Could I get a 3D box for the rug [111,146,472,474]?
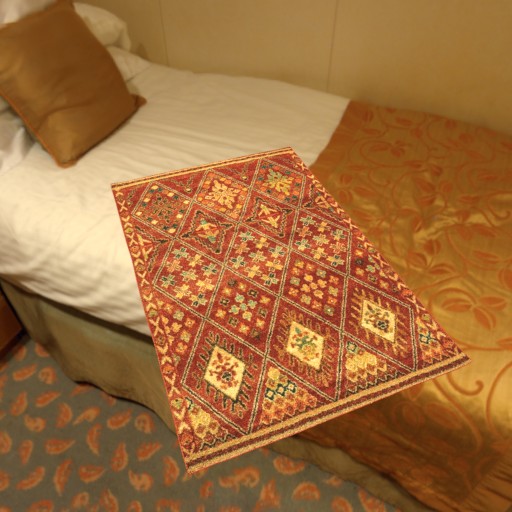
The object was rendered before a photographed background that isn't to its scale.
[{"bbox_3d":[0.000,0.000,2.856,1.521,0.026,2.286,-15,47,-15],"label":"rug"}]
